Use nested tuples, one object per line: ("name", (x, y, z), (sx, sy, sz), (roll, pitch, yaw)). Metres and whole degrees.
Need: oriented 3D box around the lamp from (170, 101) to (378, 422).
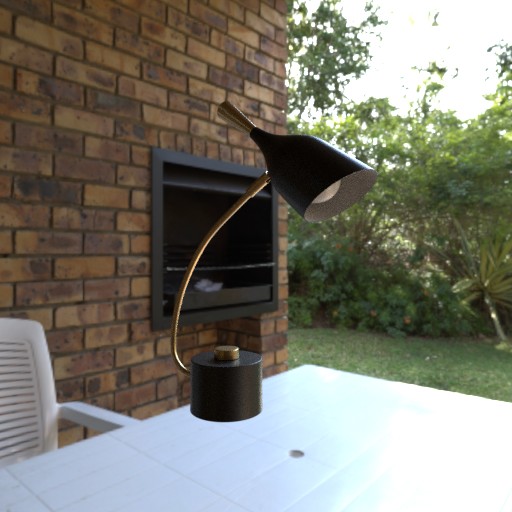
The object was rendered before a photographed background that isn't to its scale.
("lamp", (0.000, 0.000, 0.638), (0.352, 0.464, 0.110), (0, 1, 36))
